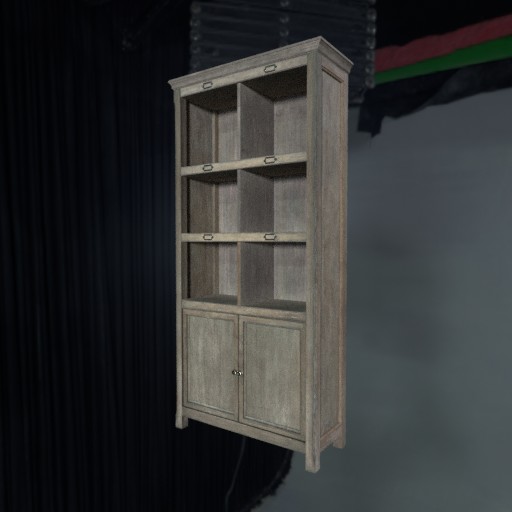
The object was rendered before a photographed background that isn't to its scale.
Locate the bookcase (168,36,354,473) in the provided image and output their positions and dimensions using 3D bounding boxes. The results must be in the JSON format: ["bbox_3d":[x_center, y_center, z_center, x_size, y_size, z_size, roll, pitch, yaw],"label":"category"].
[{"bbox_3d":[0.000,0.000,2.281,0.906,1.880,0.348,1,2,35],"label":"bookcase"}]
